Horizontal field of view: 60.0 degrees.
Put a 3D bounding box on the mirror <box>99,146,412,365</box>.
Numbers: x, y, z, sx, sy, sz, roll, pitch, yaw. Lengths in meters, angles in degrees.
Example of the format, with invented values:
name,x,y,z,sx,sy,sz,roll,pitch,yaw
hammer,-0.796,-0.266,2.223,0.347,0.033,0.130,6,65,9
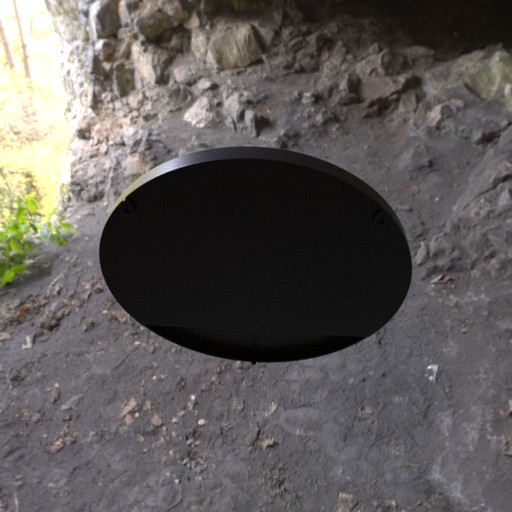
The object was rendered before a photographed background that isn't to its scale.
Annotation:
name,x,y,z,sx,sy,sz,roll,pitch,yaw
mirror,0.000,0.000,0.709,0.457,0.457,0.133,3,47,3
